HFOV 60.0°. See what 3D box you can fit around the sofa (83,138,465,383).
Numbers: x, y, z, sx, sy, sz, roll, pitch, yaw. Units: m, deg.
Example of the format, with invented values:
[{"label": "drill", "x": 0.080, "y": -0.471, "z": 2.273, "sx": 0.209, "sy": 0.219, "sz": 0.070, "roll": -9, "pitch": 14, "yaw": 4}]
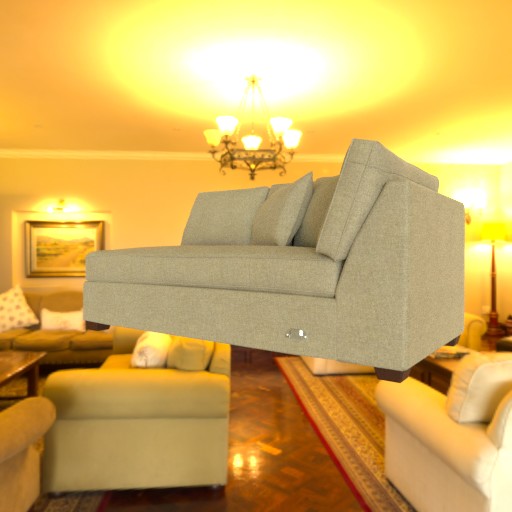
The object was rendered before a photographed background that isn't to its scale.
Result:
[{"label": "sofa", "x": 0.000, "y": 0.000, "z": 2.806, "sx": 2.238, "sy": 1.019, "sz": 1.110, "roll": 0, "pitch": 1, "yaw": 36}]
